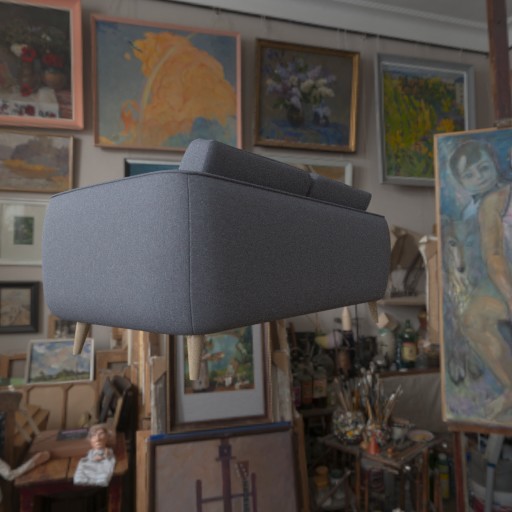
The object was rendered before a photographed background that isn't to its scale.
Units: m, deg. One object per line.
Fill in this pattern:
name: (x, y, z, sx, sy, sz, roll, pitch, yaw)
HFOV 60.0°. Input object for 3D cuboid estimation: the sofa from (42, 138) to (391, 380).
sofa: (0.000, 0.000, 2.482, 0.920, 0.870, 2.000, -1, -1, 36)
